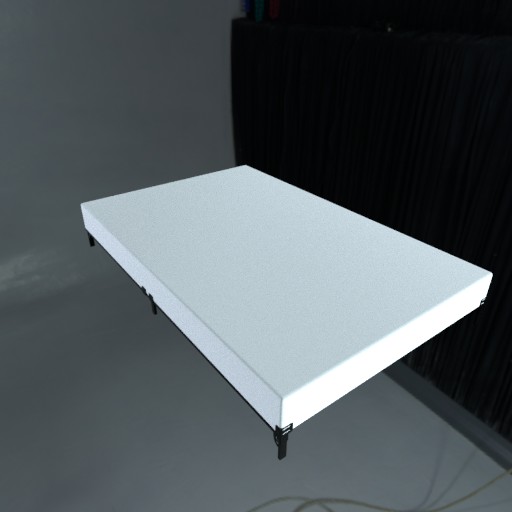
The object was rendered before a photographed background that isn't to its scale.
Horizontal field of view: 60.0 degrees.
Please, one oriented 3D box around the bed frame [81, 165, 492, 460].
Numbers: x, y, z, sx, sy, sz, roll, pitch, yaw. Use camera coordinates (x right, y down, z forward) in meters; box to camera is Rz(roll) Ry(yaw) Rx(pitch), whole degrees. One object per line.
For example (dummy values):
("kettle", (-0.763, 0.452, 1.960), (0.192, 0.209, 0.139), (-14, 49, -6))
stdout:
("bed frame", (0.000, 0.000, 3.737), (1.930, 0.440, 2.987), (-20, 35, -31))
